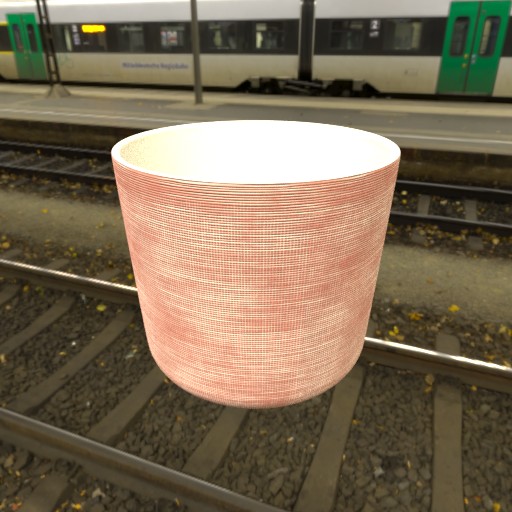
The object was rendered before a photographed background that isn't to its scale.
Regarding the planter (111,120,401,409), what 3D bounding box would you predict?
[{"bbox_3d":[0.000,0.000,0.788,0.440,0.398,0.440,0,26,0],"label":"planter"}]
